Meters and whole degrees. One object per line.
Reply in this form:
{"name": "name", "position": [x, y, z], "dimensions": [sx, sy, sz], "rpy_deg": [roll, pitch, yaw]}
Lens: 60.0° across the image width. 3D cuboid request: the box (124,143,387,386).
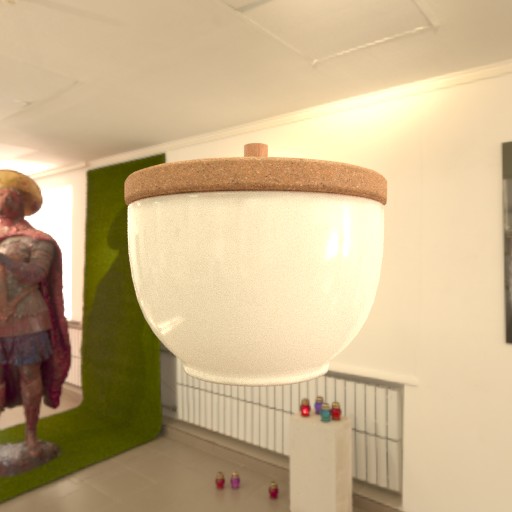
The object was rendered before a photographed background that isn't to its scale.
{"name": "box", "position": [0.000, 0.000, 0.188], "dimensions": [0.107, 0.094, 0.107], "rpy_deg": [0, 0, 0]}
